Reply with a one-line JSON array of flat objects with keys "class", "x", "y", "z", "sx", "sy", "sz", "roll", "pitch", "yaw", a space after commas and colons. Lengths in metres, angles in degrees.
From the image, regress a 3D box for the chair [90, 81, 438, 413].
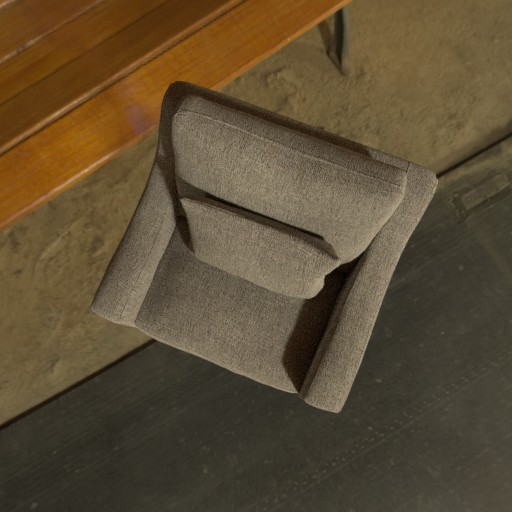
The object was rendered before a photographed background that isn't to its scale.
[{"class": "chair", "x": 0.000, "y": 0.000, "z": 1.965, "sx": 1.138, "sy": 1.037, "sz": 1.009, "roll": 21, "pitch": 78, "yaw": 5}]
